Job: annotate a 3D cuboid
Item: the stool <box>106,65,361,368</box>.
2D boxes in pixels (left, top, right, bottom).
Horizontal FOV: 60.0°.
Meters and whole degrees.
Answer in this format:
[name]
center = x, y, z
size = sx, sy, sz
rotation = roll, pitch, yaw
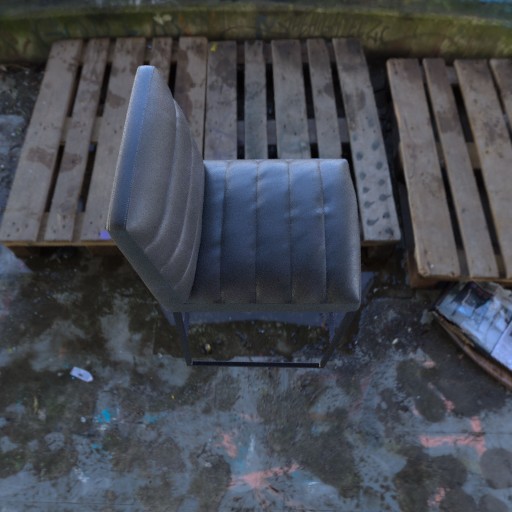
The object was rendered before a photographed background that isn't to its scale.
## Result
[stool]
center = 0.000, 0.000, 1.366
size = 0.562, 1.065, 0.463
rotation = 1, 63, 0
